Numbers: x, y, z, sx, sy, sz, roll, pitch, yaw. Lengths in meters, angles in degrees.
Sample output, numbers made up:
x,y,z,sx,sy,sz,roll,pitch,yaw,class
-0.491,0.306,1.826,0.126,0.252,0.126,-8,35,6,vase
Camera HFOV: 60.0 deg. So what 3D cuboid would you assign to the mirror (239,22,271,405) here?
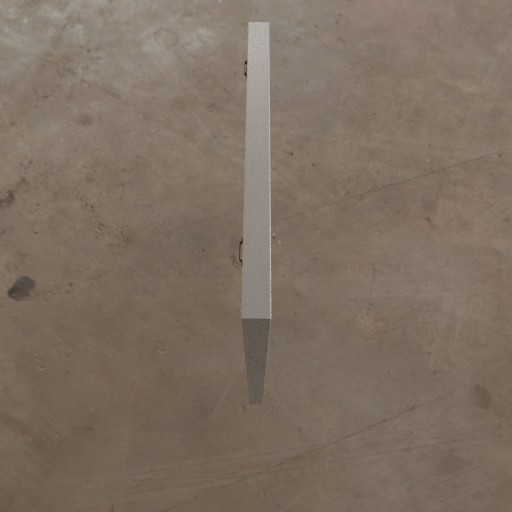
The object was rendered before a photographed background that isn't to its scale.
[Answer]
x,y,z,sx,sy,sz,roll,pitch,yaw,class
0.000,0.000,0.936,0.039,0.710,0.507,0,64,0,mirror
